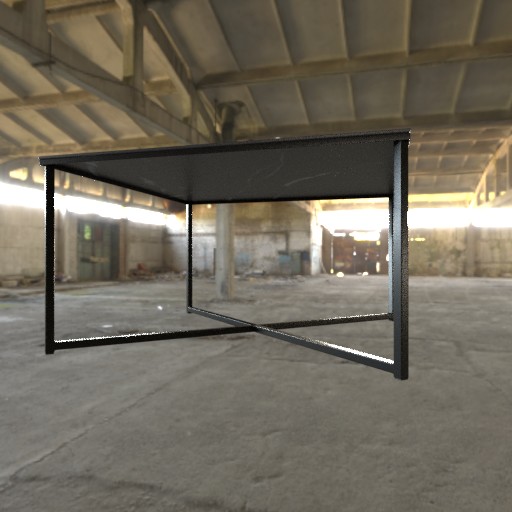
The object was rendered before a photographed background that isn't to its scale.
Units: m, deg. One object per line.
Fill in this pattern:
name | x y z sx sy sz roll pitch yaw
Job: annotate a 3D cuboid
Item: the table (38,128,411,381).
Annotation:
table | 0.000 0.000 1.279 0.800 0.450 0.800 0 0 16
